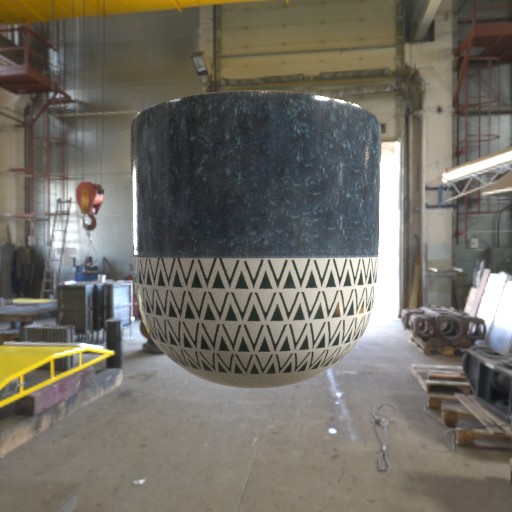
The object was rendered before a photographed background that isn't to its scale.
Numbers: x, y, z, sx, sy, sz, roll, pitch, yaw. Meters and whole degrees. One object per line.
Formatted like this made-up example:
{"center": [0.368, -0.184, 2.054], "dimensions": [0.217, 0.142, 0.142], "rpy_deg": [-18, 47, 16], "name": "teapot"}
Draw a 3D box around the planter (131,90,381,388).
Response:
{"center": [0.000, 0.000, 0.490], "dimensions": [0.266, 0.270, 0.266], "rpy_deg": [0, 0, 0], "name": "planter"}
